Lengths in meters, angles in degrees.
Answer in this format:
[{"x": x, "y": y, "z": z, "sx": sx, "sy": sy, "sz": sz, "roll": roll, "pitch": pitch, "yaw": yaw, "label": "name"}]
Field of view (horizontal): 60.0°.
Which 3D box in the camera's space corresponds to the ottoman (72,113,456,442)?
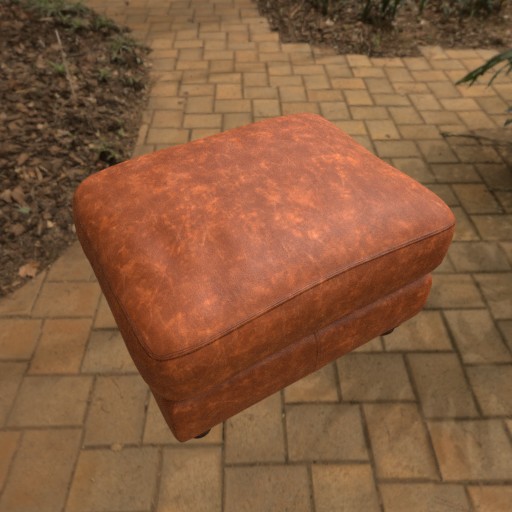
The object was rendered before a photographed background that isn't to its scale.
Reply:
[{"x": 0.000, "y": 0.000, "z": 1.244, "sx": 0.832, "sy": 0.562, "sz": 0.657, "roll": -23, "pitch": 50, "yaw": -21, "label": "ottoman"}]
